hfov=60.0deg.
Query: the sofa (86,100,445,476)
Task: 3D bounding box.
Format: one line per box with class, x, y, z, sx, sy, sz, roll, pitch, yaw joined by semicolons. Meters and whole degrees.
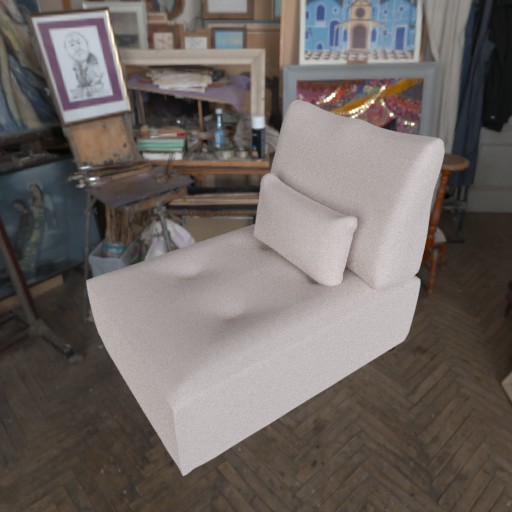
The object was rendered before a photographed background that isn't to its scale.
sofa;0.000;0.000;1.528;1.000;0.820;0.700;-21;37;-30
